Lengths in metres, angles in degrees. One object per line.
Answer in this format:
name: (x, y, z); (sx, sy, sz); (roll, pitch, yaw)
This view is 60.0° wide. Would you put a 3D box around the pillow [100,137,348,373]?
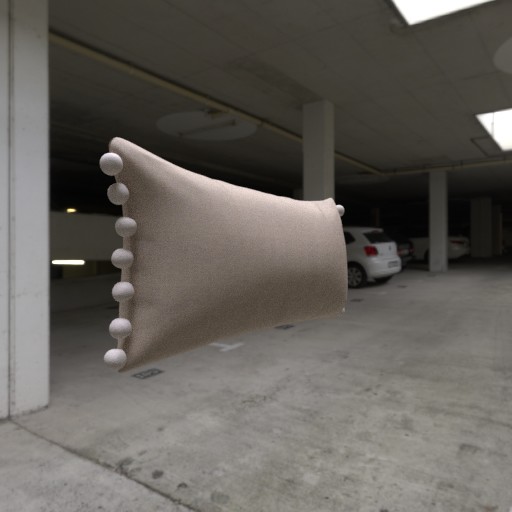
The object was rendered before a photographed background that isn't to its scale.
pillow: (0.000, 0.000, 0.864); (0.201, 0.322, 0.709); (0, 0, 36)
